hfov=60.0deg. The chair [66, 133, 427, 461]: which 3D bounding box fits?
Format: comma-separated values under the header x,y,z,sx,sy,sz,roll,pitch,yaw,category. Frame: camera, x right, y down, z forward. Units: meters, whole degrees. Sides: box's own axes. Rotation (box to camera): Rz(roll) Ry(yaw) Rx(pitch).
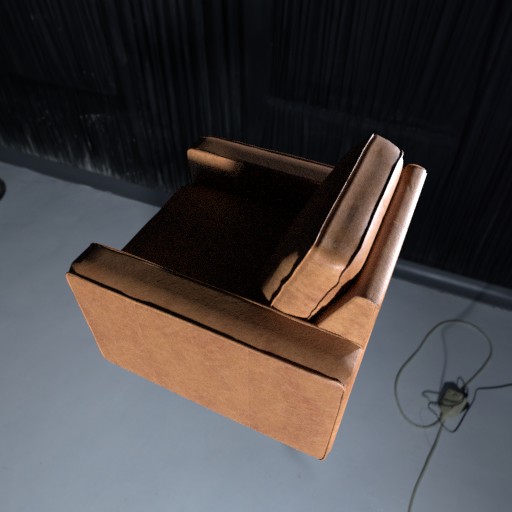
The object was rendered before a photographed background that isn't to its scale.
x,y,z,sx,sy,sz,roll,pitch,yaw,category
0.000,0.000,1.705,1.027,0.901,0.987,17,49,15,chair
